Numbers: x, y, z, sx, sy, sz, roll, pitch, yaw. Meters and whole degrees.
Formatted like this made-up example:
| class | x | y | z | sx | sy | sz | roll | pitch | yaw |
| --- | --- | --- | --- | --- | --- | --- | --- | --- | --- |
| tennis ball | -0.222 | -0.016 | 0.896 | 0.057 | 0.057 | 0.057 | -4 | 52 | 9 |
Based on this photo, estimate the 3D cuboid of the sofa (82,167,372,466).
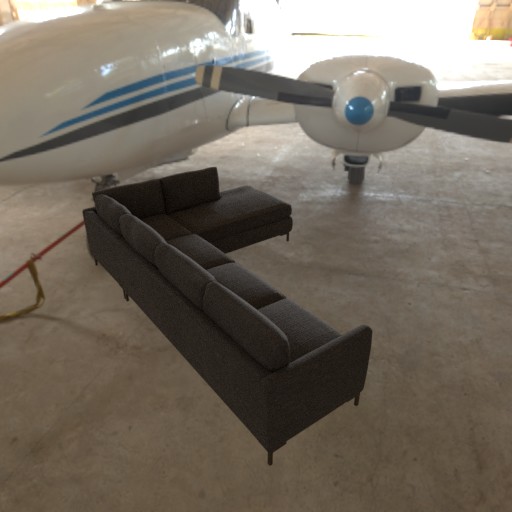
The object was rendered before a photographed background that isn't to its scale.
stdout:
| class | x | y | z | sx | sy | sz | roll | pitch | yaw |
| --- | --- | --- | --- | --- | --- | --- | --- | --- | --- |
| sofa | 0.000 | 0.000 | 3.834 | 2.007 | 0.815 | 2.949 | -20 | 34 | -32 |
